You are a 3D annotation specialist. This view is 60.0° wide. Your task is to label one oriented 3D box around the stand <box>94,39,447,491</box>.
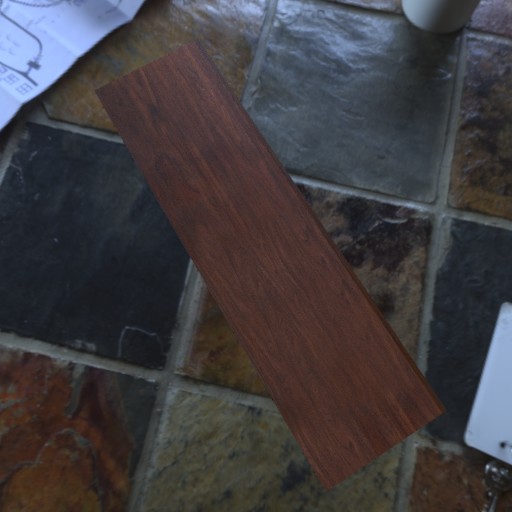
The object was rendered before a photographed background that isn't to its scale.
[{"bbox_3d":[0.000,0.000,1.848,0.481,0.610,1.626,-30,77,-7],"label":"stand"}]
